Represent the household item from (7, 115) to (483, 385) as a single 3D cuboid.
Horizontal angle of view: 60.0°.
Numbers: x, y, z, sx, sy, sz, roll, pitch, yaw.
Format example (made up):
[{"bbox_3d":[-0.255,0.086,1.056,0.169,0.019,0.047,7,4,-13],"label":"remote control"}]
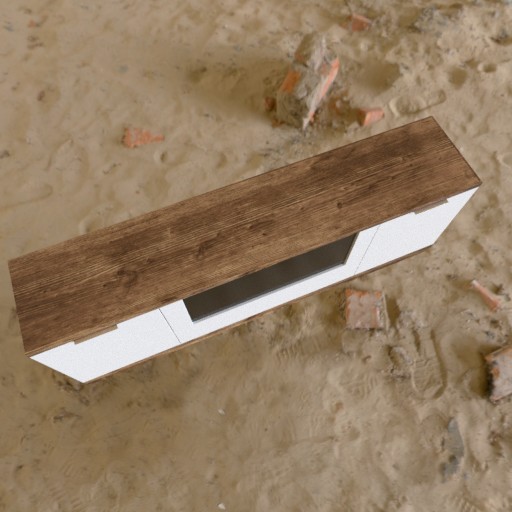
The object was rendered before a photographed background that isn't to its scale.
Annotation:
[{"bbox_3d":[0.000,0.000,1.962,1.800,0.615,0.390,-21,67,-9],"label":"household item"}]
